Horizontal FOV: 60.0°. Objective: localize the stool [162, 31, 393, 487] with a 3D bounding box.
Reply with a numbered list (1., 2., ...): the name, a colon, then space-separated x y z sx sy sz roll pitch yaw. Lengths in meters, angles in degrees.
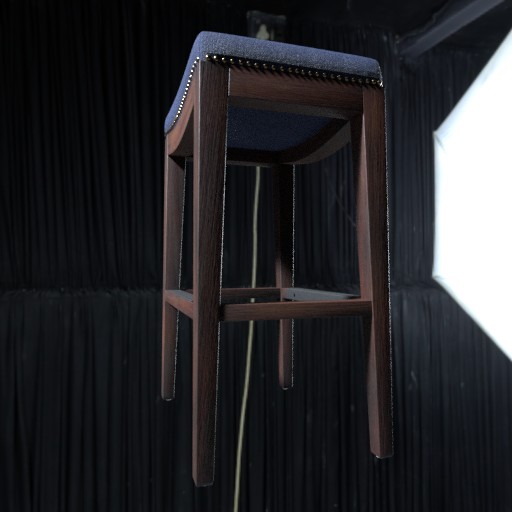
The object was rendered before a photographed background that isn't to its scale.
1. stool: 0.000 0.000 0.986 0.358 0.740 0.498 0 -1 -18
